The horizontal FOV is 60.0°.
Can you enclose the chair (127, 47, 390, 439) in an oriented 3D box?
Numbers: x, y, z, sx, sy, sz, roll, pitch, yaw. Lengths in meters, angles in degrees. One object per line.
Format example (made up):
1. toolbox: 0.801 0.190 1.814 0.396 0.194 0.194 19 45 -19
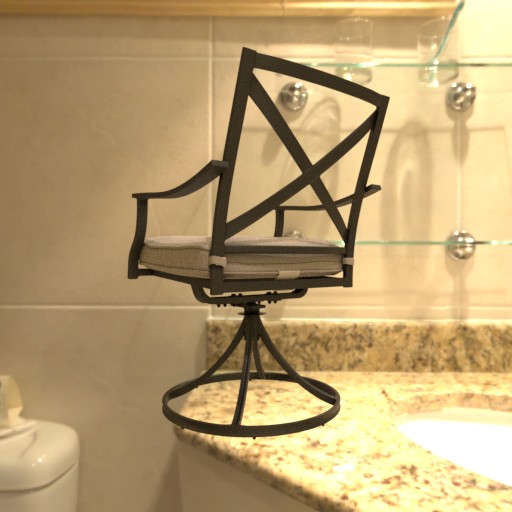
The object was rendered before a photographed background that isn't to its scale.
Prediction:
1. chair: 0.000 0.000 1.313 0.575 0.889 0.620 0 0 -37
